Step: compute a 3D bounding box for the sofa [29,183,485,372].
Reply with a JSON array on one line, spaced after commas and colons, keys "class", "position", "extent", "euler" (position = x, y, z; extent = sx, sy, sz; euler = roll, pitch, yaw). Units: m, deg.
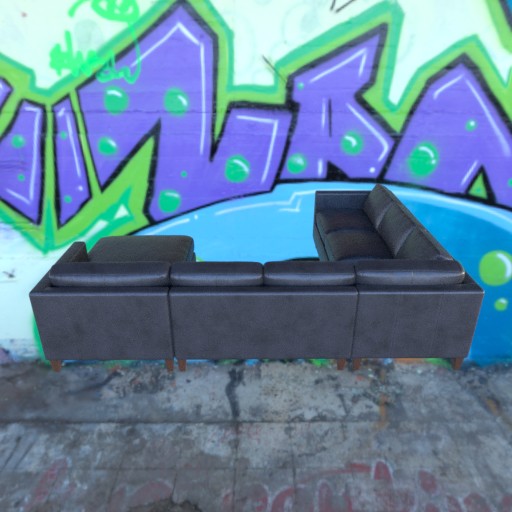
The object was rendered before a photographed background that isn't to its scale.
[{"class": "sofa", "position": [0.000, 0.000, 4.433], "extent": [3.324, 0.891, 2.452], "euler": [0, 26, 0]}]
